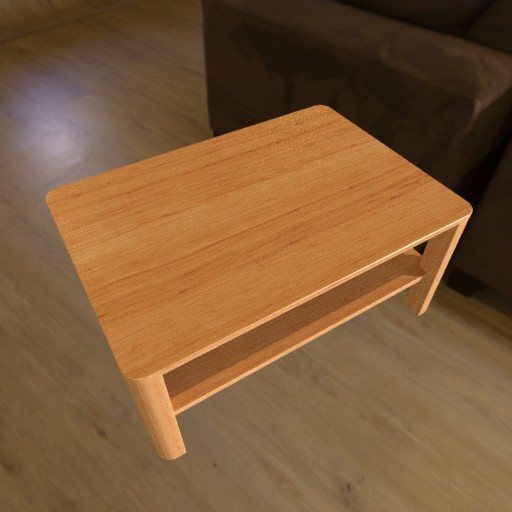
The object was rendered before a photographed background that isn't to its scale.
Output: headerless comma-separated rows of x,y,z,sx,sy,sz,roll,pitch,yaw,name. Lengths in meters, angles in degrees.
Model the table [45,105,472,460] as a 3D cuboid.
0.000,0.000,1.390,0.997,0.445,0.696,-24,51,-21,table
